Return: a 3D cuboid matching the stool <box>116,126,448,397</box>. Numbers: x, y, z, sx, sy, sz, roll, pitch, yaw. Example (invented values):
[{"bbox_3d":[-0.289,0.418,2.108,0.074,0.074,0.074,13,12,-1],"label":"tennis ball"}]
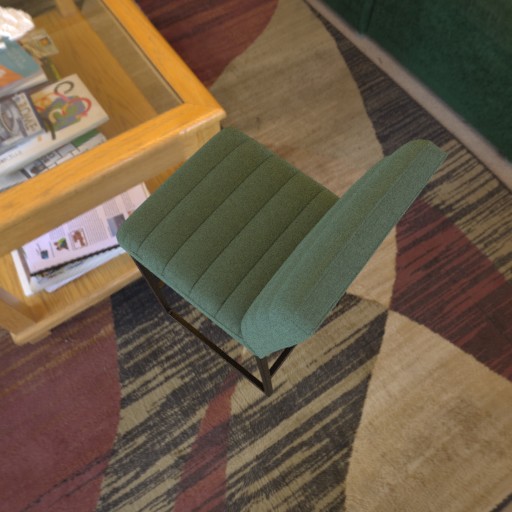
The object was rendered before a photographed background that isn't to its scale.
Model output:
[{"bbox_3d":[0.000,0.000,1.223,0.560,0.940,0.460,36,70,15],"label":"stool"}]
